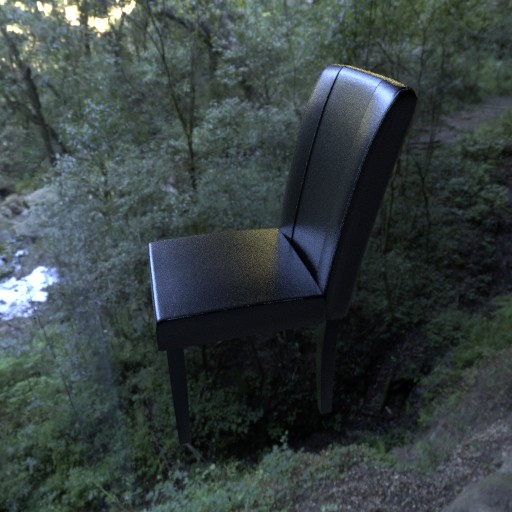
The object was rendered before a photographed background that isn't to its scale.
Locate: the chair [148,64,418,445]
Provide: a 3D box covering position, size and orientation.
[{"bbox_3d":[0.000,0.000,1.174,0.556,0.897,0.399,-7,31,-13],"label":"chair"}]
